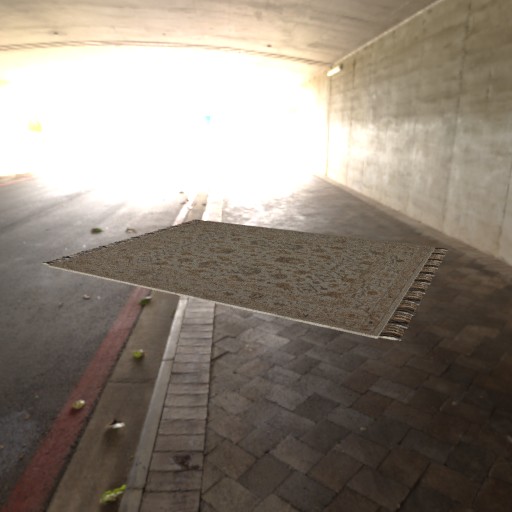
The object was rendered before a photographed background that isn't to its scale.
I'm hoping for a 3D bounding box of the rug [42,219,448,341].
[{"bbox_3d":[0.000,0.000,2.308,1.726,0.009,1.278,9,18,28],"label":"rug"}]
